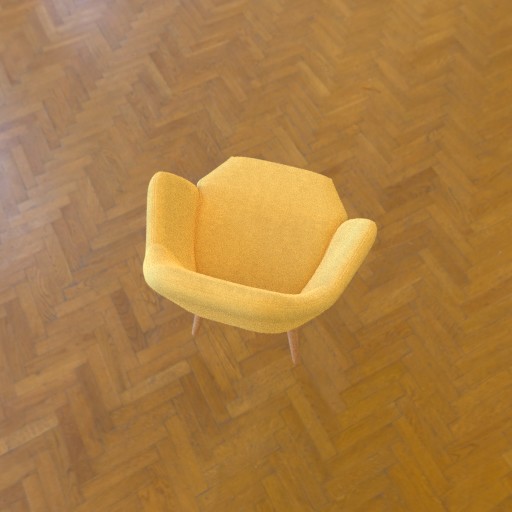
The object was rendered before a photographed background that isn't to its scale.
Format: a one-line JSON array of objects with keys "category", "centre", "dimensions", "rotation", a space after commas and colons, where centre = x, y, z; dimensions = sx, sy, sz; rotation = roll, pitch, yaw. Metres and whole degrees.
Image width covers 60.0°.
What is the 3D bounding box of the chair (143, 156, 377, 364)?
[{"category": "chair", "centre": [0.000, 0.000, 1.288], "dimensions": [0.590, 0.840, 0.610], "rotation": [14, 65, 7]}]
